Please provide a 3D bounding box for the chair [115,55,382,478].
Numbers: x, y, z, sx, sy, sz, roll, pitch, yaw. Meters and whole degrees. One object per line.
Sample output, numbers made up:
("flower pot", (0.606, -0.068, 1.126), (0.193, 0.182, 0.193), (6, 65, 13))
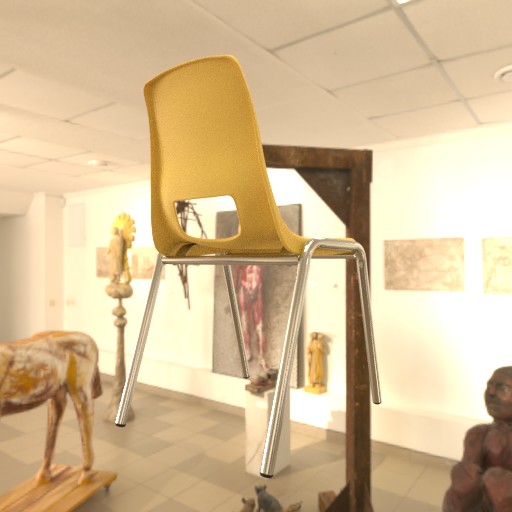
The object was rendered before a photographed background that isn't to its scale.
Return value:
("chair", (0.000, 0.000, 0.918), (0.381, 0.653, 0.436), (0, 0, 36))
